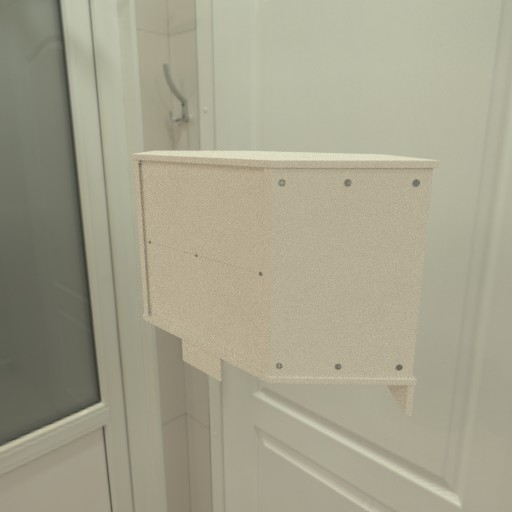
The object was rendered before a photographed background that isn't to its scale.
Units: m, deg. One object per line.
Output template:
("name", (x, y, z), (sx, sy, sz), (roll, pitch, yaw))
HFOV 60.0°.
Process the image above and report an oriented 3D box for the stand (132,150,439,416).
("stand", (0.000, 0.000, 1.369), (1.072, 0.614, 0.477), (14, 20, 43))
